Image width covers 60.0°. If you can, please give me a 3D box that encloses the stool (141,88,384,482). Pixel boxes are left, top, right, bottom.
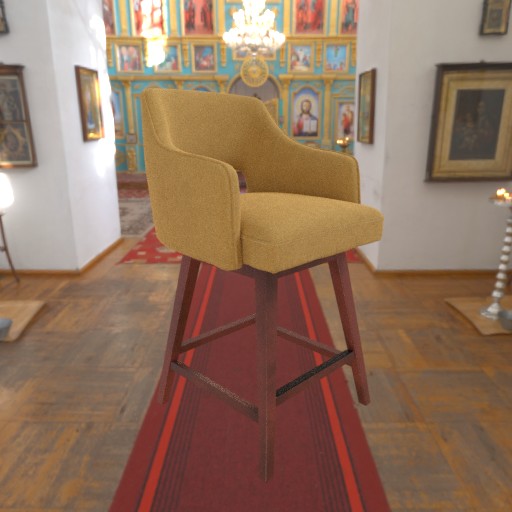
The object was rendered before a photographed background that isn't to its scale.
[{"bbox_3d":[0.000,0.000,1.269,0.548,0.924,0.558,-15,21,-43],"label":"stool"}]
